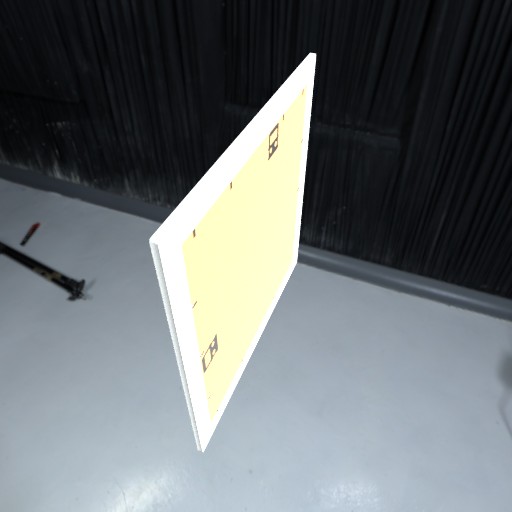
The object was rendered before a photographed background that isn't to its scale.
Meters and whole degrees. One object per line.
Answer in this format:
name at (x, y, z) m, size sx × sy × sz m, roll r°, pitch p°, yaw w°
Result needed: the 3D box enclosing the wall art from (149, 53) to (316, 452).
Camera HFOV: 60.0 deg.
wall art at (0.000, 0.000, 0.884) m, size 0.013 × 0.584 × 0.584 m, roll 16°, pitch 47°, yaw 16°
